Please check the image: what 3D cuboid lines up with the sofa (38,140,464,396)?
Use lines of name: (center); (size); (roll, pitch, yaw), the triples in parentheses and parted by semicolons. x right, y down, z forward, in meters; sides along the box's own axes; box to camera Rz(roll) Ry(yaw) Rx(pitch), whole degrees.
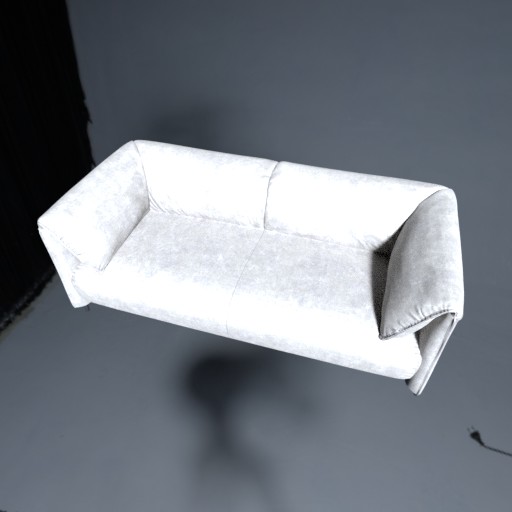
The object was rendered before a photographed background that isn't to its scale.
sofa: (0.000, 0.000, 2.339); (1.878, 0.747, 0.905); (11, 42, 13)
